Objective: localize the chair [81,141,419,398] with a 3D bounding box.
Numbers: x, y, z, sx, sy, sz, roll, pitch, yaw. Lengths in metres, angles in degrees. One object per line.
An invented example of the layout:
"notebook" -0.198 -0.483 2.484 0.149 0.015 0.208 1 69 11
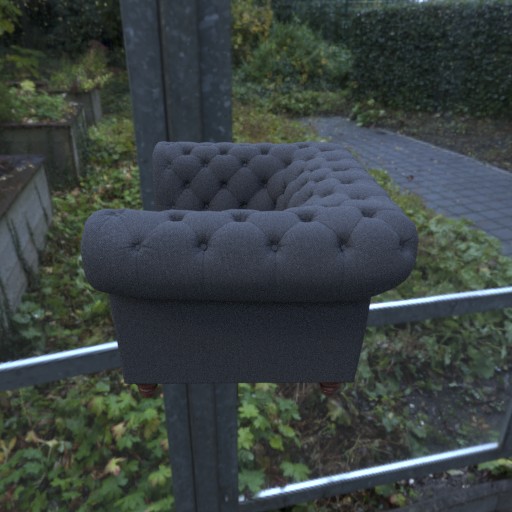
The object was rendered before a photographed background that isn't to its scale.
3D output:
"chair" 0.000 0.000 1.880 0.976 0.770 1.270 0 26 -1
